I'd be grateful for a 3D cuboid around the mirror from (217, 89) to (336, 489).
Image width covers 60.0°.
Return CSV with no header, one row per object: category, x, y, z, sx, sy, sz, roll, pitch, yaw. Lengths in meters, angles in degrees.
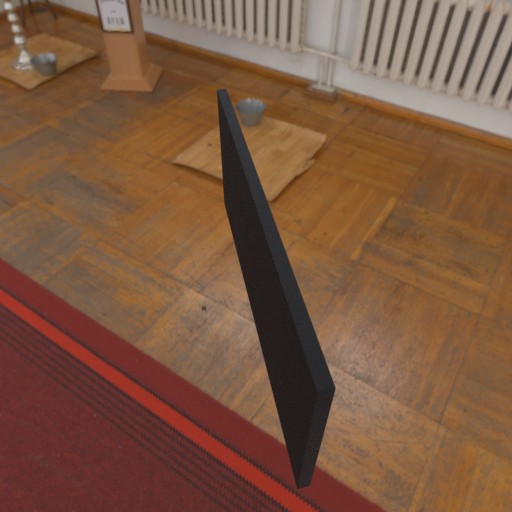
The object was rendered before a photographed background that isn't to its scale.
mirror,0.000,0.000,1.816,0.047,0.692,1.584,-9,46,-8
